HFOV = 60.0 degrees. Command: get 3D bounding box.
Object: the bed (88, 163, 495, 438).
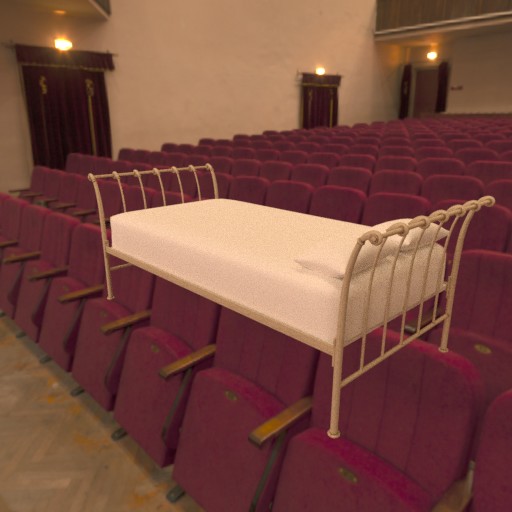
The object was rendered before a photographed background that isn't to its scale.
[{"bbox_3d":[0.000,0.000,2.652,1.032,0.873,2.228,-16,23,-41],"label":"bed"}]
